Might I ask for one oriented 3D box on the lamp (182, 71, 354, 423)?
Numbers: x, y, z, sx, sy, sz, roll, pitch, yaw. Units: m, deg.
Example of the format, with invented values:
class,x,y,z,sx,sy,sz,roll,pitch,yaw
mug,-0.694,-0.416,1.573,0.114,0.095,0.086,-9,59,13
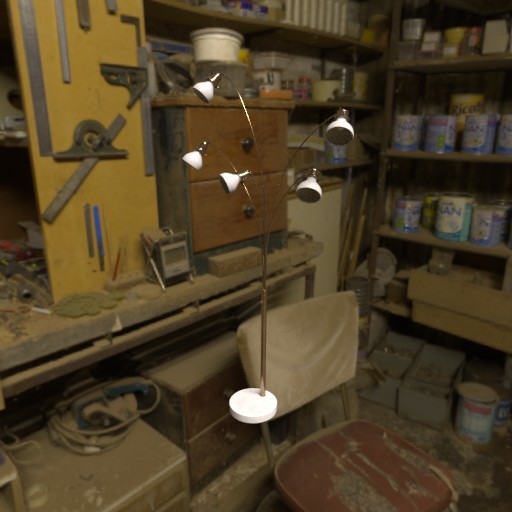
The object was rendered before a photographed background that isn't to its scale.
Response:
class,x,y,z,sx,sy,sz,roll,pitch,yaw
lamp,0.000,0.000,3.008,1.405,2.423,0.361,15,22,42
